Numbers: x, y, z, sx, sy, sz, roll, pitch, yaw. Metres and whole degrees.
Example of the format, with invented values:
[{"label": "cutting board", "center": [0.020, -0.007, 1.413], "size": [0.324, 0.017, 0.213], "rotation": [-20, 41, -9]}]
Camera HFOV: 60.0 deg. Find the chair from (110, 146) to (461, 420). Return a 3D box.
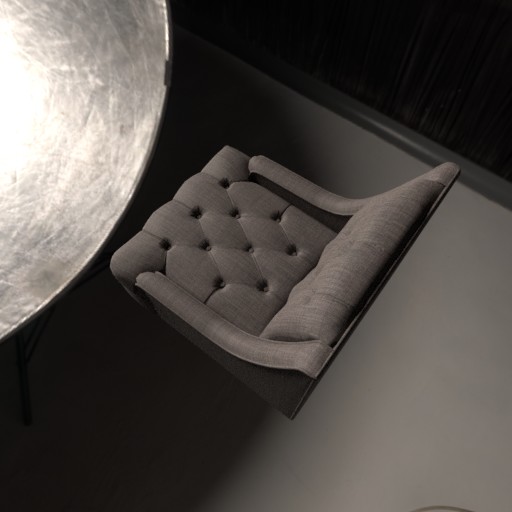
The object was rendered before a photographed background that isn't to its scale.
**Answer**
[{"label": "chair", "center": [0.000, 0.000, 1.438], "size": [0.771, 0.891, 0.655], "rotation": [34, 68, 16]}]
